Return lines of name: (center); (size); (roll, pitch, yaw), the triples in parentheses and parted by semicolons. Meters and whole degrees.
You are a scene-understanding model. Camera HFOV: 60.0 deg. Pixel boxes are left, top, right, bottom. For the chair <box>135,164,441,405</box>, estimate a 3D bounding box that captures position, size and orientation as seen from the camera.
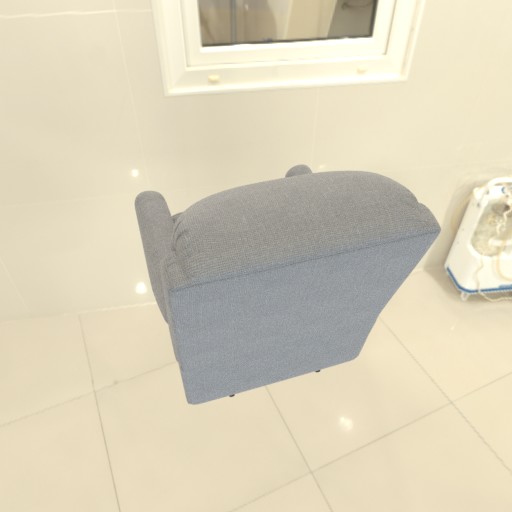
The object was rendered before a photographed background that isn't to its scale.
chair: (0.000, 0.000, 1.749); (0.838, 1.054, 1.014); (-12, 44, -13)
